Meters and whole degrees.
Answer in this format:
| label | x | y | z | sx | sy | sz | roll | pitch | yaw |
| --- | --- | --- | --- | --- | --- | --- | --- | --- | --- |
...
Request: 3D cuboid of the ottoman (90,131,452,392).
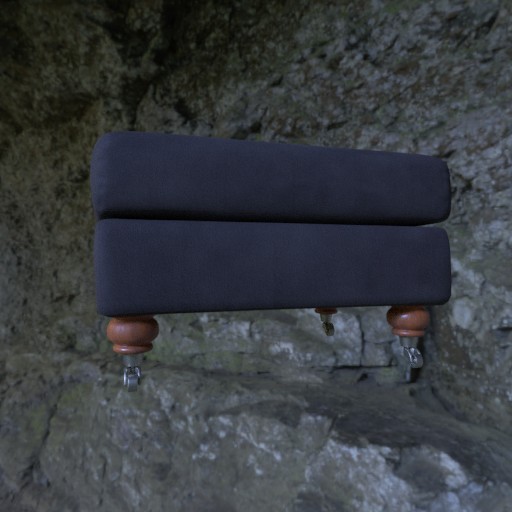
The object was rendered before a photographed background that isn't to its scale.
| label | x | y | z | sx | sy | sz | roll | pitch | yaw |
| --- | --- | --- | --- | --- | --- | --- | --- | --- | --- |
| ottoman | 0.000 | 0.000 | 1.129 | 0.773 | 0.497 | 0.574 | 0 | 0 | -17 |
